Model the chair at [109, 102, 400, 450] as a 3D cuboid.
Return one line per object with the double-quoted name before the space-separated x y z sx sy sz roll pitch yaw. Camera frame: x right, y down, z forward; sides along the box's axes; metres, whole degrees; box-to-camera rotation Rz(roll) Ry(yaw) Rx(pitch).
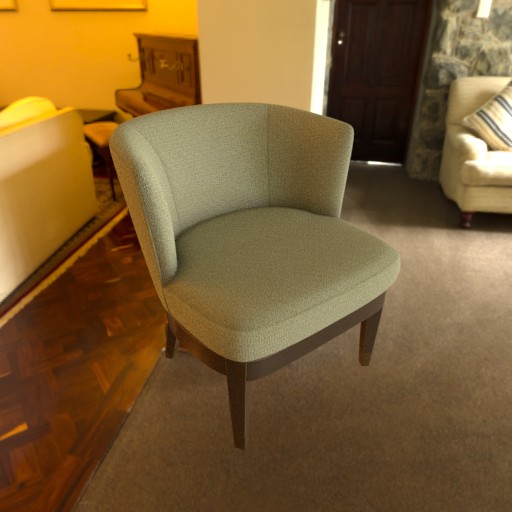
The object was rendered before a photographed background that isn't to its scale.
"chair" 0.000 0.000 1.294 0.700 0.760 0.660 -21 35 -34
